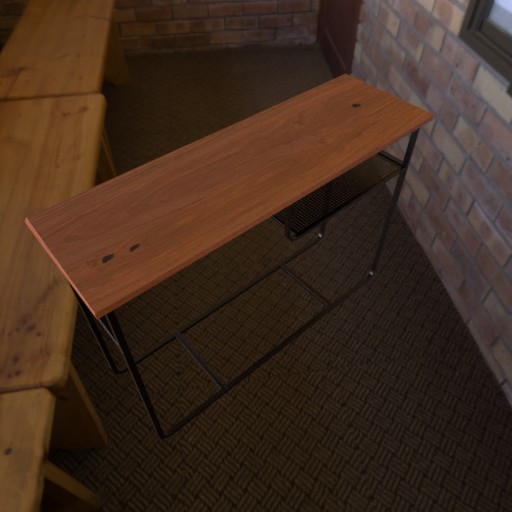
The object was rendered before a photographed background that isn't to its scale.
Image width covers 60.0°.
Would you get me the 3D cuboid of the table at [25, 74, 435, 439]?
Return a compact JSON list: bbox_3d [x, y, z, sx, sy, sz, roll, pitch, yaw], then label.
[{"bbox_3d":[0.000,0.000,1.441,1.100,0.750,0.350,-32,55,-26],"label":"table"}]
